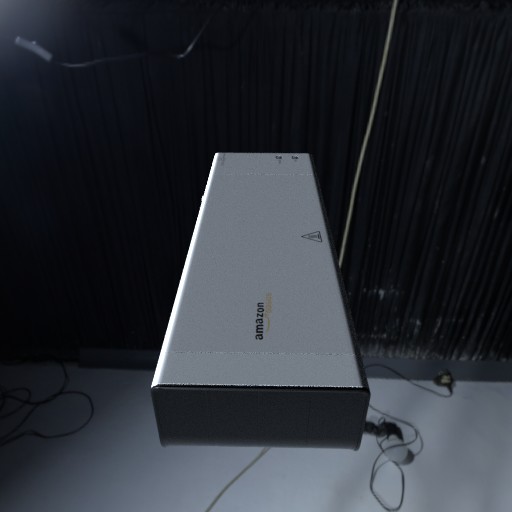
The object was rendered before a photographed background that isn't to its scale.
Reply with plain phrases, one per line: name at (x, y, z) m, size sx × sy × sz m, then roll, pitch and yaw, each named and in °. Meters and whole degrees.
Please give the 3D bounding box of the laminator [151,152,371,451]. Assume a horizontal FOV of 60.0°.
laminator at (0.000, 0.000, 0.381) m, size 0.123 × 0.062 × 0.340 m, roll 1°, pitch 33°, yaw 1°
